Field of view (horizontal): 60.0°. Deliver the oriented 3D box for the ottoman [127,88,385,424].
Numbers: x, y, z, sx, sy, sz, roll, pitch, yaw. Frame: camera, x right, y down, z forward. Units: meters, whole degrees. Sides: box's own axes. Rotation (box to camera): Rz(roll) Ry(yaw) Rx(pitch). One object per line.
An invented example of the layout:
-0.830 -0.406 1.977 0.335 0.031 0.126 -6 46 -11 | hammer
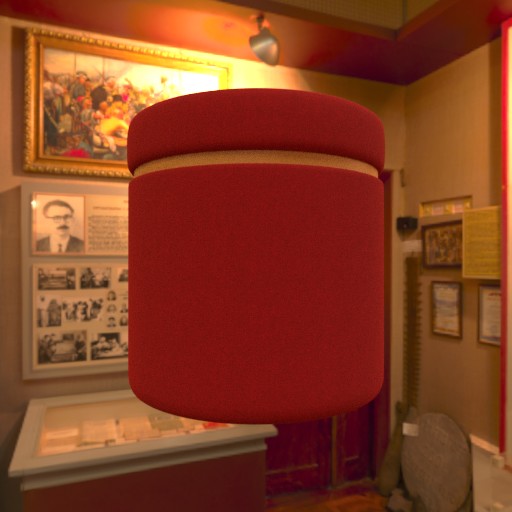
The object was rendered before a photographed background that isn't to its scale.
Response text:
0.000 0.000 0.715 0.400 0.406 0.400 0 0 0 | ottoman
